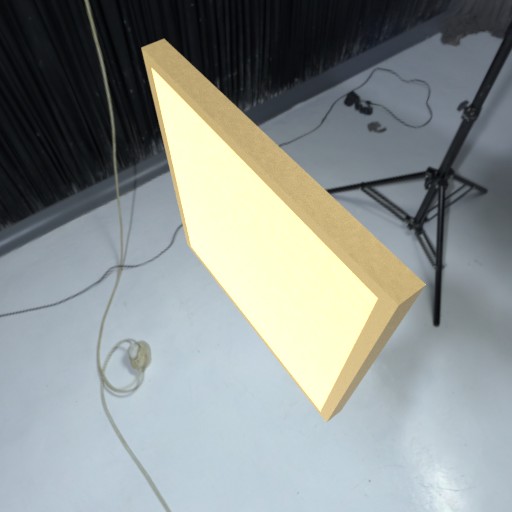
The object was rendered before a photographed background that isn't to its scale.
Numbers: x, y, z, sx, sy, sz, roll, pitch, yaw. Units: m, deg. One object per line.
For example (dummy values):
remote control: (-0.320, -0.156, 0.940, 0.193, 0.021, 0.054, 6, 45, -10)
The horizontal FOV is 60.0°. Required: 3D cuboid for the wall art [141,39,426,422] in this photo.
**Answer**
wall art: (0.000, 0.000, 1.892, 0.095, 1.284, 1.284, -32, 63, -18)
